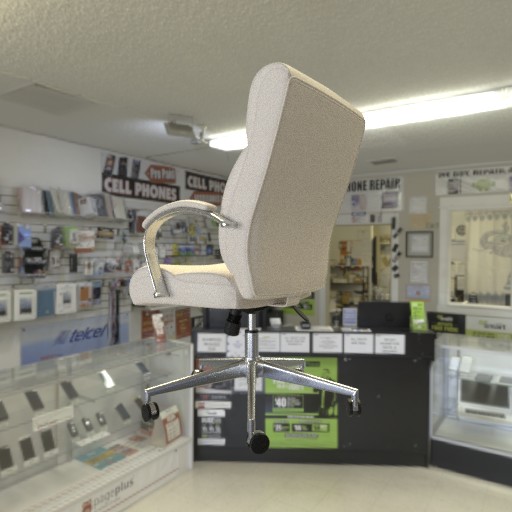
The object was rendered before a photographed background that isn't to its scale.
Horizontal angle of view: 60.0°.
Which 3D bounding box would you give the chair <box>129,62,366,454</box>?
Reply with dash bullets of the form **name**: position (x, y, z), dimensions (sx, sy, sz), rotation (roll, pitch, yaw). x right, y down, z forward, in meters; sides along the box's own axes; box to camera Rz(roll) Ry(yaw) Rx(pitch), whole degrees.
- **chair**: position (0.000, 0.000, 1.635), dimensions (0.745, 1.099, 0.727), rotation (1, 1, 36)
